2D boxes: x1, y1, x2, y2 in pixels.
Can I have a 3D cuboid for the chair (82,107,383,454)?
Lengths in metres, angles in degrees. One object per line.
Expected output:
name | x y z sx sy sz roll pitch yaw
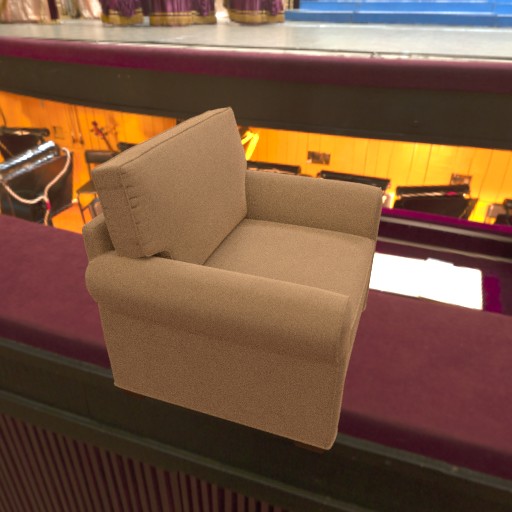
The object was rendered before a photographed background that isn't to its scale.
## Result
chair | 0.000 0.000 1.743 0.863 0.955 1.040 10 32 17
